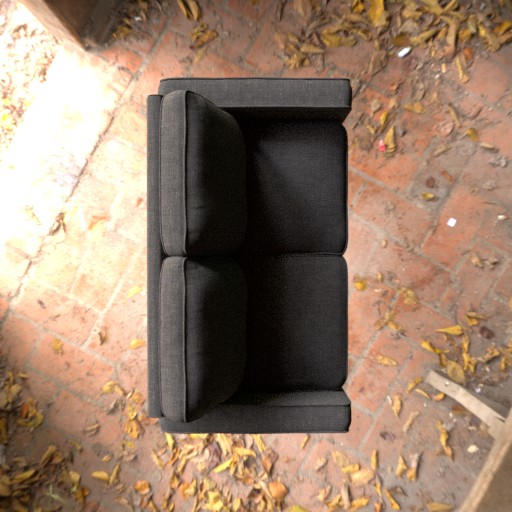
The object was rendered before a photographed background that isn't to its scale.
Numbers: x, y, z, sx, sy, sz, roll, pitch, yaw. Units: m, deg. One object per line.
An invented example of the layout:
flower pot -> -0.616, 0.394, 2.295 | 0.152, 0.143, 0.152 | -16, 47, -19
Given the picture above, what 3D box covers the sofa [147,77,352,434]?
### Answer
sofa -> 0.000, 0.000, 2.251 | 0.947, 0.918, 1.709 | 0, 91, 0
